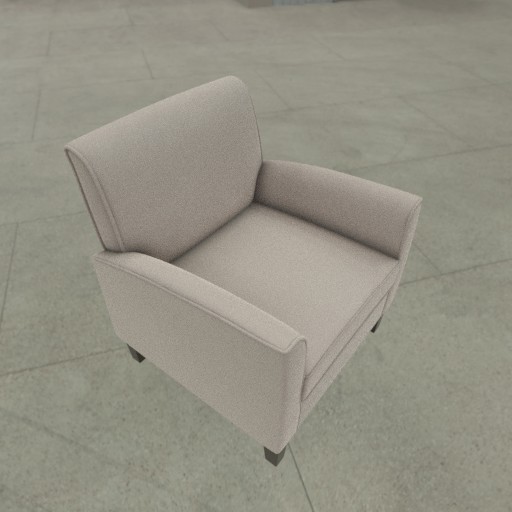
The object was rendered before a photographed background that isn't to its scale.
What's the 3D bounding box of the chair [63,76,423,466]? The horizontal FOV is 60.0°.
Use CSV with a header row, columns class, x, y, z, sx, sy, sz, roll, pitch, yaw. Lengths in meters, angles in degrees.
class,x,y,z,sx,sy,sz,roll,pitch,yaw
chair,0.000,0.000,1.545,0.820,0.915,0.820,27,47,28
